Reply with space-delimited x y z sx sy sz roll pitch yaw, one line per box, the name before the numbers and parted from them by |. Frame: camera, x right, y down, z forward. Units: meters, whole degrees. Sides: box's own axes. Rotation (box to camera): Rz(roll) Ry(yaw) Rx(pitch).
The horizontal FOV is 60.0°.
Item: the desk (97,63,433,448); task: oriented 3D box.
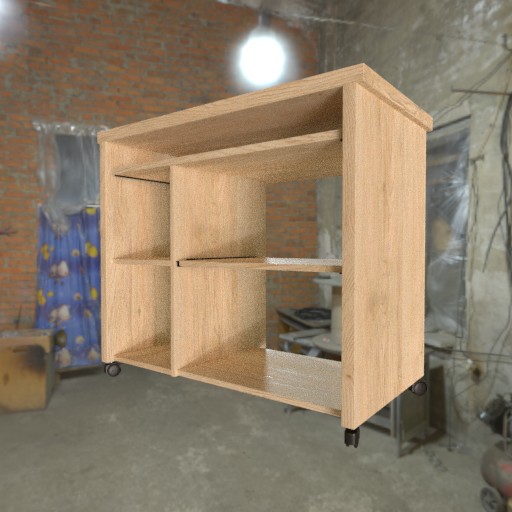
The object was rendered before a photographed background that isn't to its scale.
desk | 0.000 0.000 1.323 0.885 0.770 0.480 1 2 37
